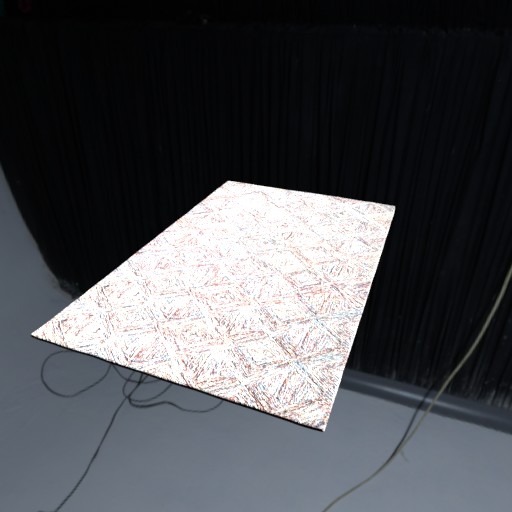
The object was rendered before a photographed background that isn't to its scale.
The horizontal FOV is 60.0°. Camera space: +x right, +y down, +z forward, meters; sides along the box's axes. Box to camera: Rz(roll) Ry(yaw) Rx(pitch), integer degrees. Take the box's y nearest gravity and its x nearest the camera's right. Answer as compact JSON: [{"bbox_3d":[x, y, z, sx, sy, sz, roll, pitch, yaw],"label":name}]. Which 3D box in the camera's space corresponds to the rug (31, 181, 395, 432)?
[{"bbox_3d":[0.000,0.000,2.198,1.143,0.014,1.761,12,32,19],"label":"rug"}]
